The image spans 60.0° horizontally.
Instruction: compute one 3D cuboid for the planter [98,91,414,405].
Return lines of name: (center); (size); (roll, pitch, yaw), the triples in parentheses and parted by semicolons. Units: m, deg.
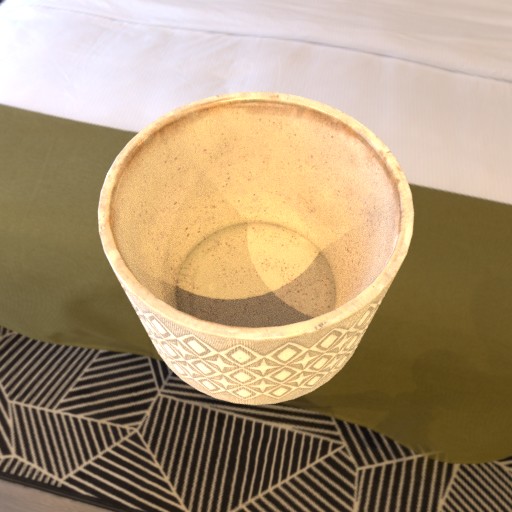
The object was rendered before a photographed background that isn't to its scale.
planter: (0.000, 0.000, 0.325); (0.186, 0.144, 0.186); (0, 58, 0)
